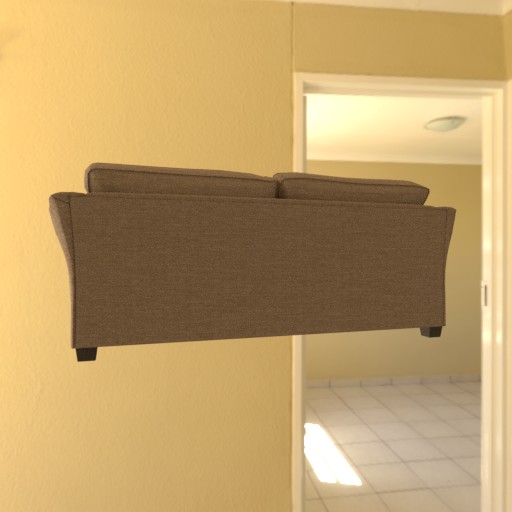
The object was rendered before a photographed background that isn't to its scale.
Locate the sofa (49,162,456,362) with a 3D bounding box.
[{"bbox_3d":[0.000,0.000,2.775,2.270,0.965,0.980,0,0,-18],"label":"sofa"}]
